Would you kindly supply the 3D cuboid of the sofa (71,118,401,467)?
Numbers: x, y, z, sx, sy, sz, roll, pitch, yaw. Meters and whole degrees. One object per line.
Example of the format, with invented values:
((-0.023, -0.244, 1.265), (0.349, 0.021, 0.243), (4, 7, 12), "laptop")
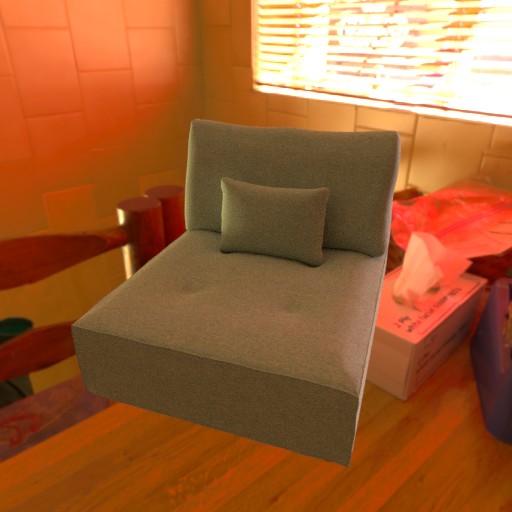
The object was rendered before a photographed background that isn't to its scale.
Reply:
((0.000, 0.000, 1.674), (0.930, 0.820, 1.000), (9, 28, 17), "sofa")
